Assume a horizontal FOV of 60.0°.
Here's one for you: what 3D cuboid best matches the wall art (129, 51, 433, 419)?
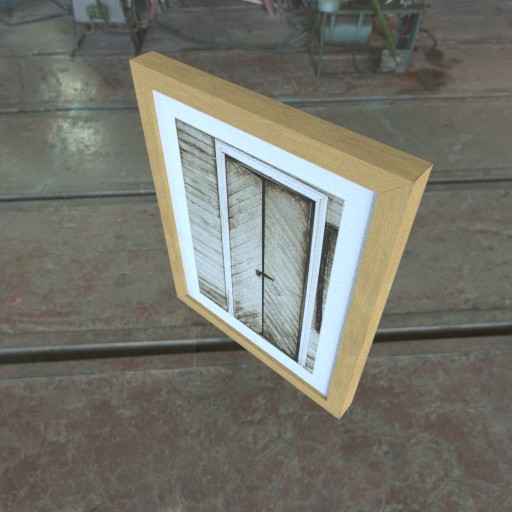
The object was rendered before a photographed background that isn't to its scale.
[{"bbox_3d":[0.000,0.000,0.519,0.312,0.380,0.030,32,54,27],"label":"wall art"}]
